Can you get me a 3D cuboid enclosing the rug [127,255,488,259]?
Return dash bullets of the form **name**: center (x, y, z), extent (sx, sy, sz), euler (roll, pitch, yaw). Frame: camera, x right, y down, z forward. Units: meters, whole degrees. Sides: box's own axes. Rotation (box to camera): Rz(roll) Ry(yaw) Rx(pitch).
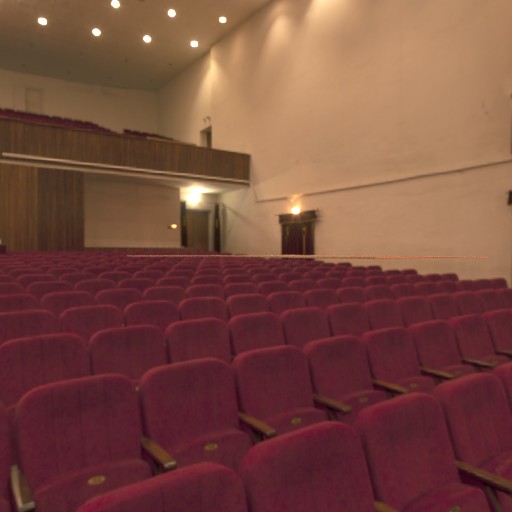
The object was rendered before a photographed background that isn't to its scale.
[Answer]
- **rug**: center (0.000, 0.000, 2.627), extent (0.741, 0.014, 2.390), euler (0, 0, -35)
